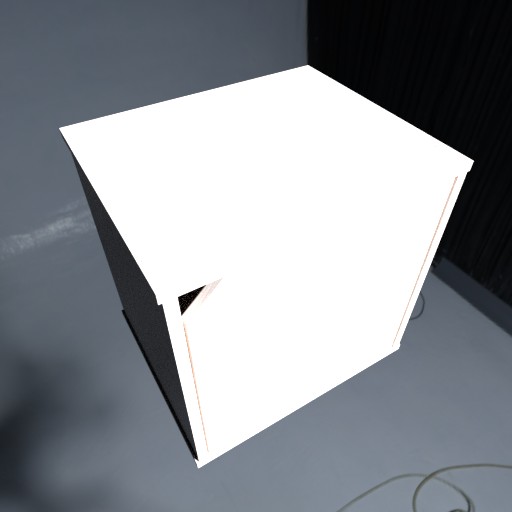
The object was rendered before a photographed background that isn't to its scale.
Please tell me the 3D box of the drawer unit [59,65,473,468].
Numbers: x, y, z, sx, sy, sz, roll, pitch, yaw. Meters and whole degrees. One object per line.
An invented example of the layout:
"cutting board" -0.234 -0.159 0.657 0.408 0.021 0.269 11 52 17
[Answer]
"drawer unit" 0.000 0.000 0.601 0.349 0.344 0.290 -23 49 -22
